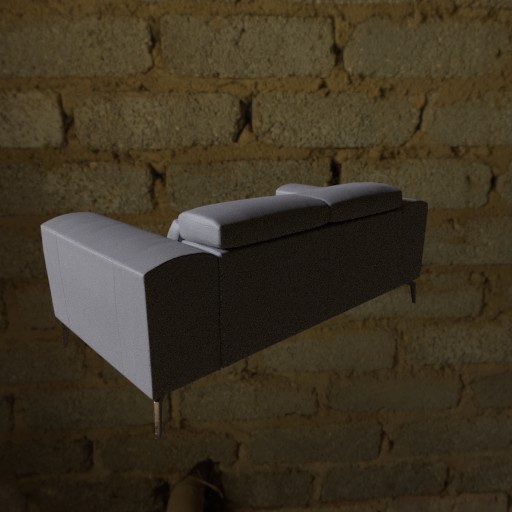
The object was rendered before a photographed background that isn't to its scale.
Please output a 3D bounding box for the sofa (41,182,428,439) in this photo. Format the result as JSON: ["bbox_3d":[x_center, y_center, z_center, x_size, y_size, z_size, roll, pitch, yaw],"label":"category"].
[{"bbox_3d":[0.000,0.000,2.410,1.895,0.779,1.003,-15,23,-40],"label":"sofa"}]
